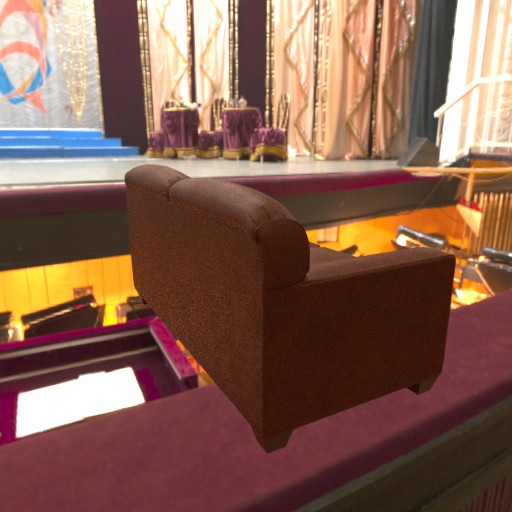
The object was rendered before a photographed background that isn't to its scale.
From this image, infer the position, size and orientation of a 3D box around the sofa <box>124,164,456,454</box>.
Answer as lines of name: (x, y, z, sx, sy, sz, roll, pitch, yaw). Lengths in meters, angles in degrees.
sofa: (0.000, 0.000, 2.462, 1.000, 0.966, 1.856, -8, 18, -28)
